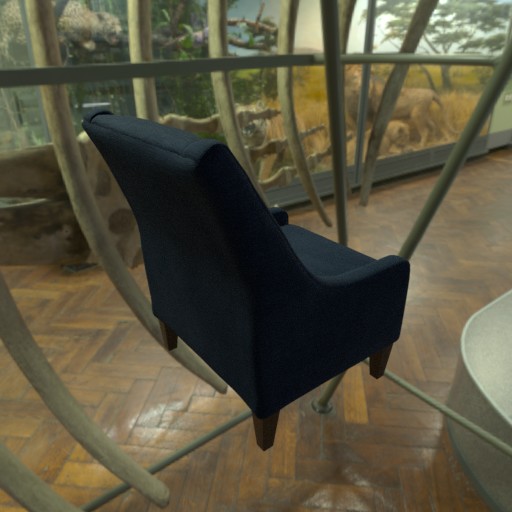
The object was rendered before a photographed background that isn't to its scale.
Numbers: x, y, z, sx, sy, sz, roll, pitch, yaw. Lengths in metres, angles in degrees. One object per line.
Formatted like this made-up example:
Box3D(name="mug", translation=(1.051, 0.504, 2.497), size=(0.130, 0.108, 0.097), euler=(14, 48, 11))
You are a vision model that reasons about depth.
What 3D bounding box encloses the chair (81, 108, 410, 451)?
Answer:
Box3D(name="chair", translation=(0.000, 0.000, 1.607), size=(0.870, 1.014, 0.774), euler=(-18, 31, -33))
